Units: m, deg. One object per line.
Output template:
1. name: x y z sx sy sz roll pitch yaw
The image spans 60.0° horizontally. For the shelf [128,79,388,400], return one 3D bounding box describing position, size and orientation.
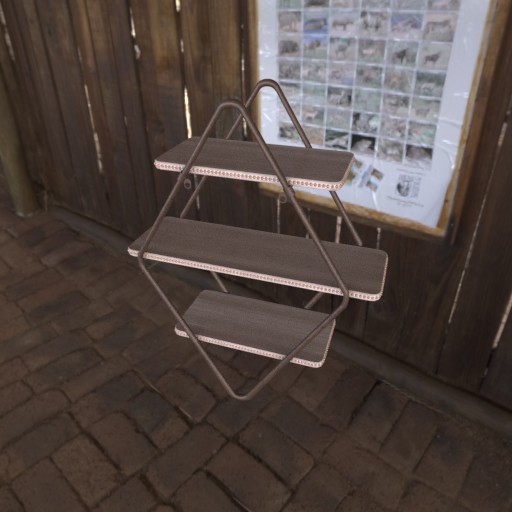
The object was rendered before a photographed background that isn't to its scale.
1. shelf: 0.000 0.000 1.075 0.609 0.774 0.234 10 32 16
